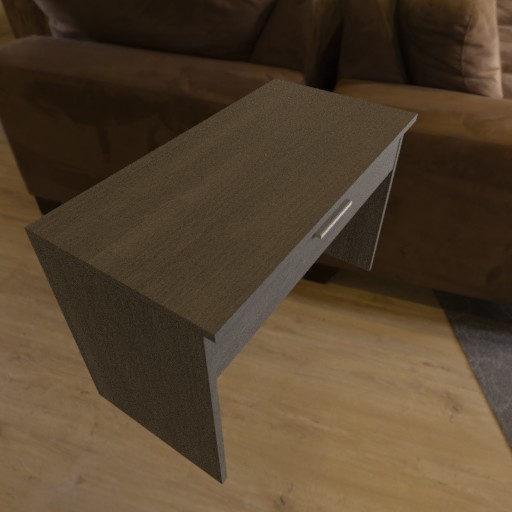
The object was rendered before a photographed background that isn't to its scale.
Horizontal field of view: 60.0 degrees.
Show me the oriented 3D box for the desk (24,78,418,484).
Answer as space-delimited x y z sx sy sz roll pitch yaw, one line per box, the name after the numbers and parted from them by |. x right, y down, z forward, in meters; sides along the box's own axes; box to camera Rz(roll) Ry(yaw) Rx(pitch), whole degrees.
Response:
0.000 0.000 1.494 0.557 0.729 1.099 24 48 24 | desk
